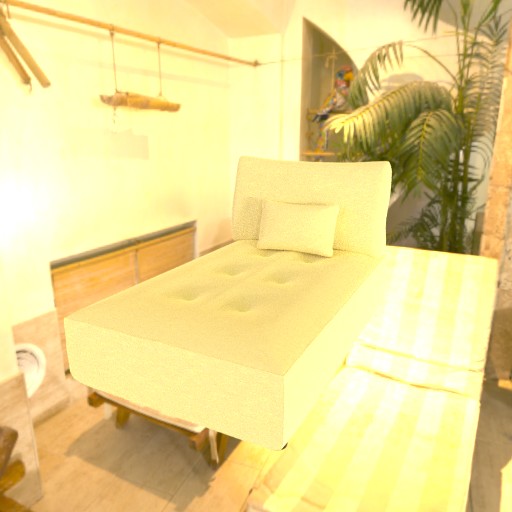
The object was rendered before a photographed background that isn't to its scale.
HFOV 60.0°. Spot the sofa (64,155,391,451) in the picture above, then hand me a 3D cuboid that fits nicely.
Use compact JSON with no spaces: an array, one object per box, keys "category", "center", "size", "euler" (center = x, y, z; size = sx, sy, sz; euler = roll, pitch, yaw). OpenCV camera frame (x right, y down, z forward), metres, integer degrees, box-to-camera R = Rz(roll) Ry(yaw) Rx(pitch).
[{"category":"sofa","center":[0.000,0.000,2.050],"size":[0.930,0.820,1.450],"euler":[8,18,26]}]
